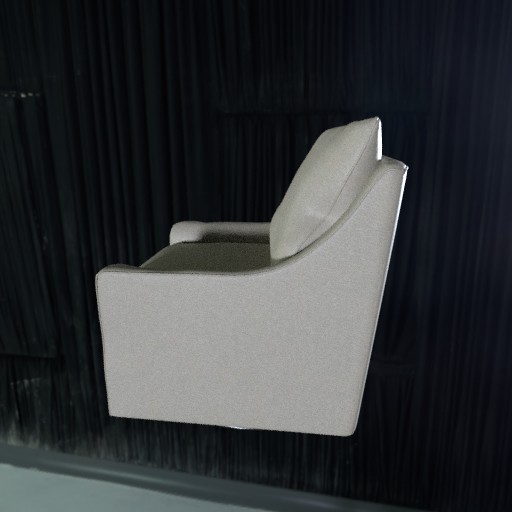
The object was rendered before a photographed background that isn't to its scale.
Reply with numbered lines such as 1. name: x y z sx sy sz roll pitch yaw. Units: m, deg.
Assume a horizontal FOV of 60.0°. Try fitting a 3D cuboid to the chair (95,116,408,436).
1. chair: 0.000 0.000 1.600 0.876 0.942 0.760 2 16 7
